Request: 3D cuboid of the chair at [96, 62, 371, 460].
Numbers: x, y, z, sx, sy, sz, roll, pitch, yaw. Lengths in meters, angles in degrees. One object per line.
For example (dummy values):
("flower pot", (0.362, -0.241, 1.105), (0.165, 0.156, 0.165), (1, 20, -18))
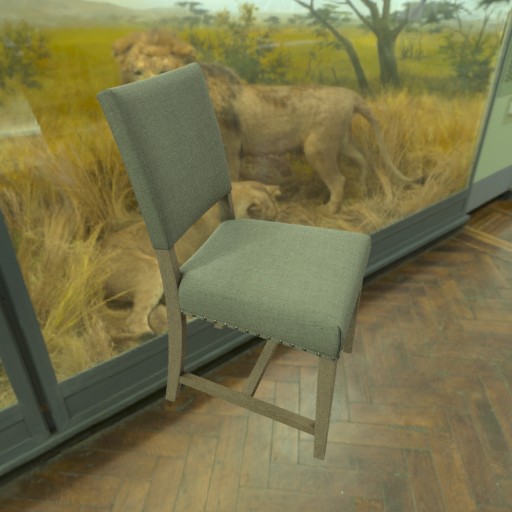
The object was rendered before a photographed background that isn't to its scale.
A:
("chair", (0.000, 0.000, 1.319), (0.622, 0.986, 0.508), (11, 33, 17))
